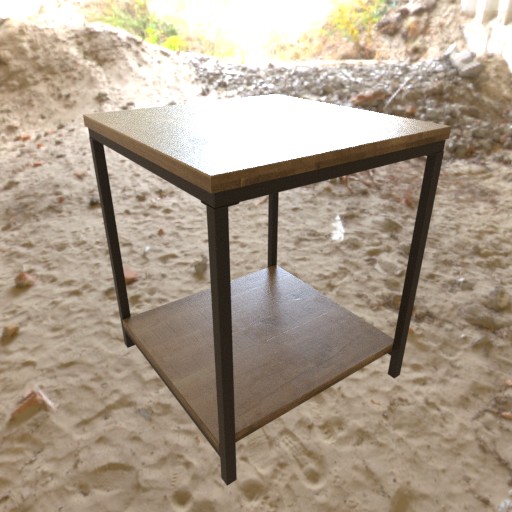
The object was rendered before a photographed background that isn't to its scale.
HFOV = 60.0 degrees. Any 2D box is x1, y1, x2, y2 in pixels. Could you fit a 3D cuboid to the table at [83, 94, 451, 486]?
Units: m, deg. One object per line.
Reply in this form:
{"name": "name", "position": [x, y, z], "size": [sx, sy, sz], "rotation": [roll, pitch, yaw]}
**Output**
{"name": "table", "position": [0.000, 0.000, 0.987], "size": [0.503, 0.589, 0.507], "rotation": [-19, 33, -31]}
